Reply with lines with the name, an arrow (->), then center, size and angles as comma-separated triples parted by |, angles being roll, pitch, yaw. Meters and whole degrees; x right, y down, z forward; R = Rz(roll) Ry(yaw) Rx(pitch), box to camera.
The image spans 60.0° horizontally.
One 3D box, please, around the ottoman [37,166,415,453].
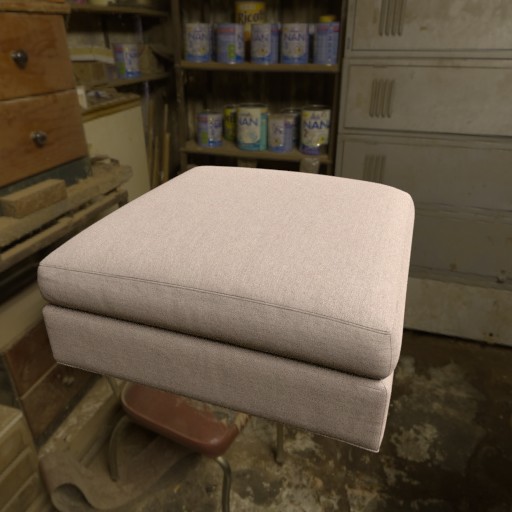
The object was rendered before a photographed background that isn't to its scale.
ottoman -> 0.000, 0.000, 1.596 | 1.041, 0.470, 1.041 | 9, 28, 18
